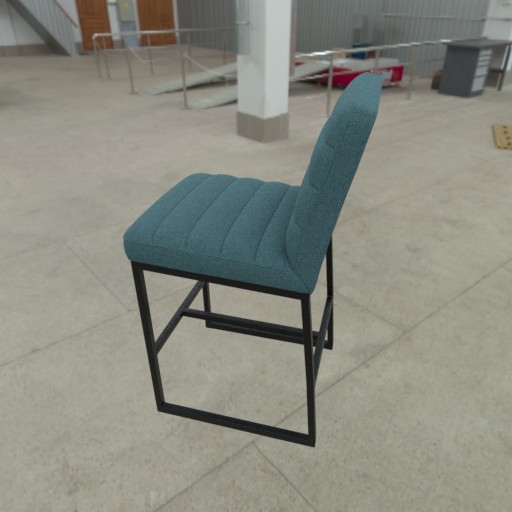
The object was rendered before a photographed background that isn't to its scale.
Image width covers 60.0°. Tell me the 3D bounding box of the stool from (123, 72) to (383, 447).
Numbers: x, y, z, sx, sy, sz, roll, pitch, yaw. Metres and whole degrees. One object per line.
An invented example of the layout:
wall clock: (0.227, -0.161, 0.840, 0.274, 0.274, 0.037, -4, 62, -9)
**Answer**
stool: (0.000, 0.000, 1.251, 0.560, 0.940, 0.460, 8, 31, 13)
